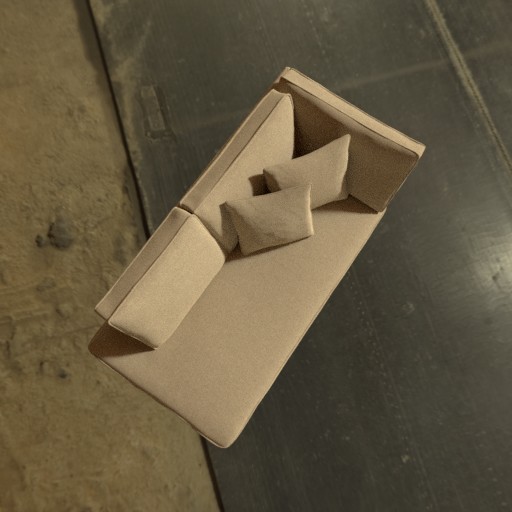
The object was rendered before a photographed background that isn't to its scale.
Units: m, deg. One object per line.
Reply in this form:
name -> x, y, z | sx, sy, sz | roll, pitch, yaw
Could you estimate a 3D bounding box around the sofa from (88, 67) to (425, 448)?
sofa -> 0.000, 0.000, 2.933 | 1.110, 1.033, 2.237 | 34, 79, 8
